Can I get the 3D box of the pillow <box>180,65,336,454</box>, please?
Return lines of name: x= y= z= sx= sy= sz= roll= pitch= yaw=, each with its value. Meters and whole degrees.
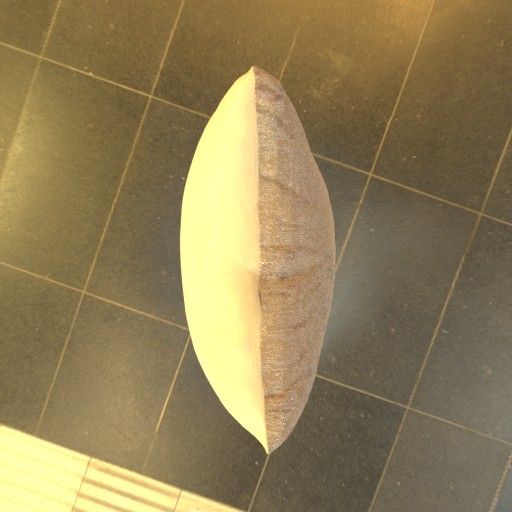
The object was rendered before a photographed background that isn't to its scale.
pillow: x=0.000 y=0.000 z=0.720 sx=0.245 sy=0.448 sz=0.450 roll=0 pitch=92 yaw=1
